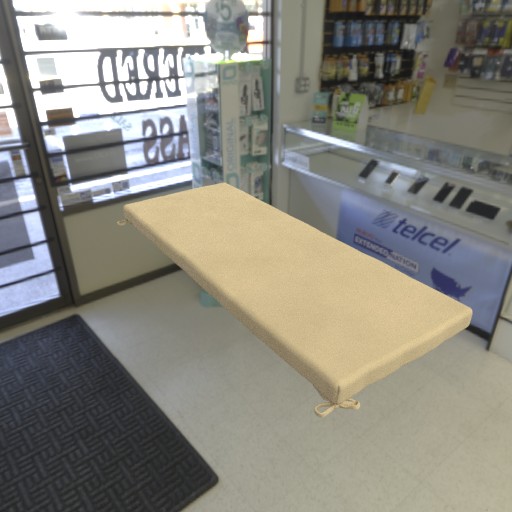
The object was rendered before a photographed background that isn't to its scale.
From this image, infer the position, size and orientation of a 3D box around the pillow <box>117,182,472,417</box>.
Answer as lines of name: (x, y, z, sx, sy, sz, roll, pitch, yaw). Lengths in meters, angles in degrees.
pillow: (0.000, 0.000, 1.367, 0.492, 0.081, 1.187, -19, 33, -31)
